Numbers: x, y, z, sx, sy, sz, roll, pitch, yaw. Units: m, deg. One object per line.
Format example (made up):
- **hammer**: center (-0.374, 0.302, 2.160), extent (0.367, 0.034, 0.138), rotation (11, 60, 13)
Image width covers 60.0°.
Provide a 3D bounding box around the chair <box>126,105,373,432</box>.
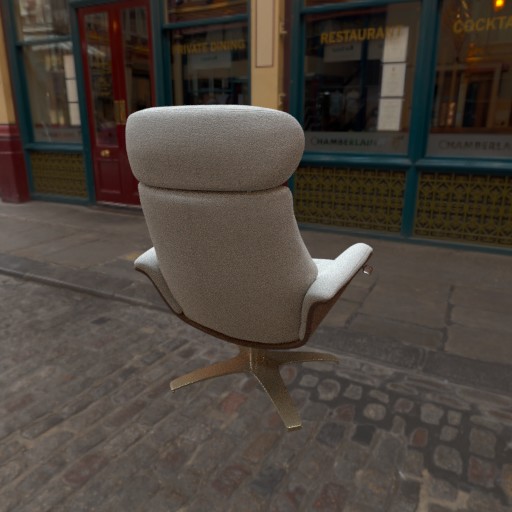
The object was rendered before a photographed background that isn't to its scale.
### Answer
- **chair**: center (0.000, 0.000, 1.598), extent (0.785, 0.995, 0.837), rotation (8, 17, 26)
